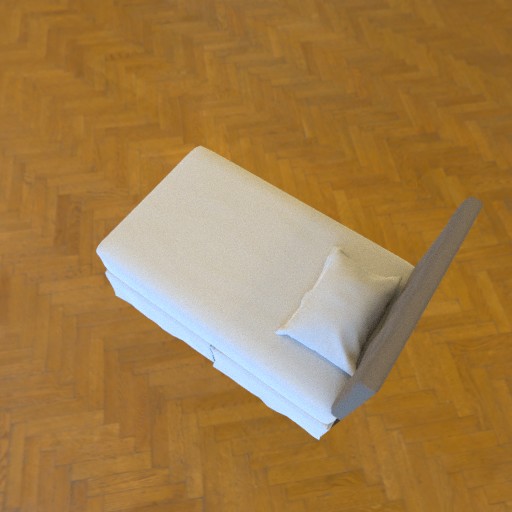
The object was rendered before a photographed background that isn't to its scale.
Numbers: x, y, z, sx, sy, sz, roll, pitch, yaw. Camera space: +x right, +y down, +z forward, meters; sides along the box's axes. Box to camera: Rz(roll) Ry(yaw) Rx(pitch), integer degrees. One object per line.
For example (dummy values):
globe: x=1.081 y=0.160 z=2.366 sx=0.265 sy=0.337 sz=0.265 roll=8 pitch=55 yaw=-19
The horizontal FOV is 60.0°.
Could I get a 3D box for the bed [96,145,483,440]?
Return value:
bed: x=0.000 y=0.000 z=2.923 sx=1.997 sy=1.571 sz=1.261 roll=32 pitch=67 yaw=15
